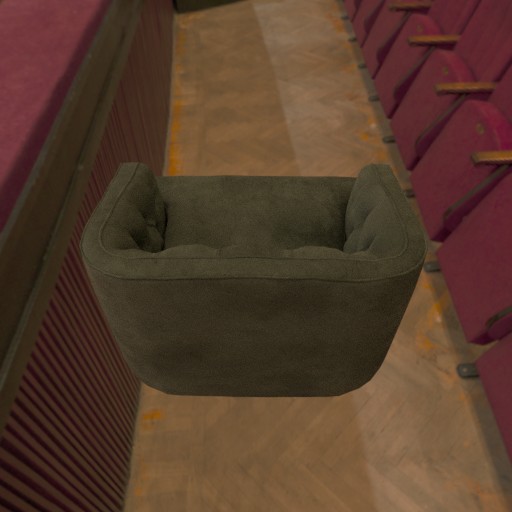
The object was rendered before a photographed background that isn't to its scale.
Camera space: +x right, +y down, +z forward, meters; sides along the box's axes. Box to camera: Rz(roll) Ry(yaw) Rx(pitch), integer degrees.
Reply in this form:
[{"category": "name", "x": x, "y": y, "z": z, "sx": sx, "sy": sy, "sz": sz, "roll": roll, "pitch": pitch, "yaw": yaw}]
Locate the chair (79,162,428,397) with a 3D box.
[{"category": "chair", "x": 0.000, "y": 0.000, "z": 1.792, "sx": 1.104, "sy": 0.852, "sz": 0.941, "roll": 0, "pitch": 48, "yaw": 0}]
